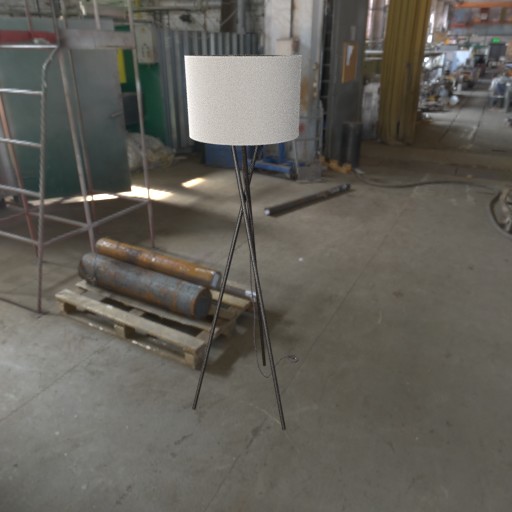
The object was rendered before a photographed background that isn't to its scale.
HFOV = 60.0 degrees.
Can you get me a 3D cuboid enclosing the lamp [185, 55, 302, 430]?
[{"bbox_3d":[0.000,0.000,1.971,0.667,1.624,0.522,-8,26,-16],"label":"lamp"}]
